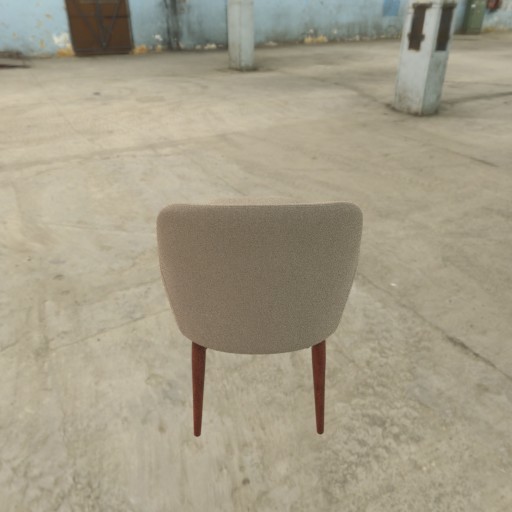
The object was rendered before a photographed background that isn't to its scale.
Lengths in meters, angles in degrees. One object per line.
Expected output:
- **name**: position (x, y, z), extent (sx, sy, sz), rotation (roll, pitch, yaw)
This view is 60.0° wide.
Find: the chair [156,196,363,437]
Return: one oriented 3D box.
- **chair**: position (0.000, 0.000, 1.633), extent (0.584, 0.866, 1.114), rotation (-1, 29, -1)
